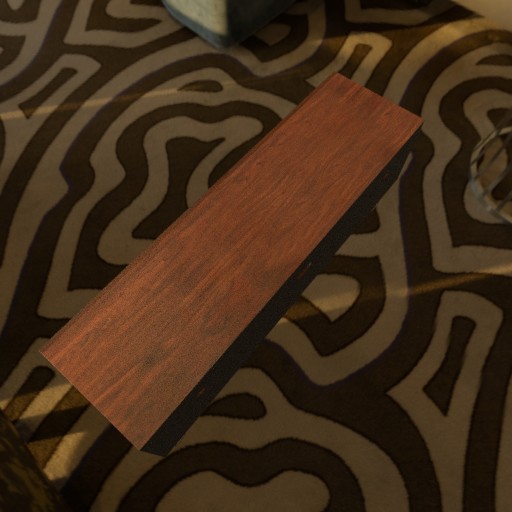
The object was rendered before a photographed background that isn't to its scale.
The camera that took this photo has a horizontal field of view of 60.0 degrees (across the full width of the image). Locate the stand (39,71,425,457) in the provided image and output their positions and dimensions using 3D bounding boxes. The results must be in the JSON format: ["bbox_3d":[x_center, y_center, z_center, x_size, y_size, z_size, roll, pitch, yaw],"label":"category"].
[{"bbox_3d":[0.000,0.000,1.891,0.481,0.610,1.626,36,68,17],"label":"stand"}]
